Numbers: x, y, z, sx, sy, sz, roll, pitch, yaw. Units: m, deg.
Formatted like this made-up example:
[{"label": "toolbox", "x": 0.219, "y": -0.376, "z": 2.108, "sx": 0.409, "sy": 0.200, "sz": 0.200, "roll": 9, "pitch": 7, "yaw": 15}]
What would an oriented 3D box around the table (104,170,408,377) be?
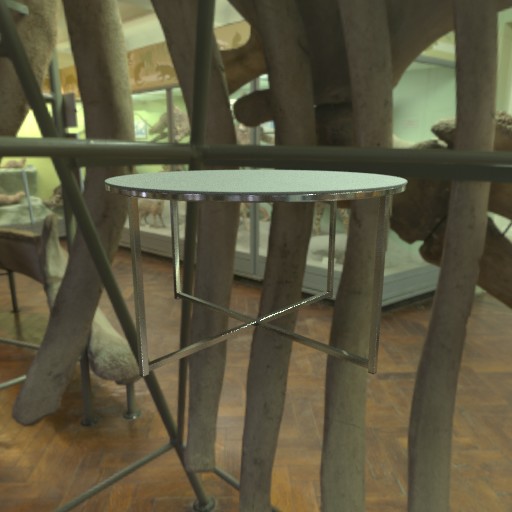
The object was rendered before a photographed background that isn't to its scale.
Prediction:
[{"label": "table", "x": 0.000, "y": 0.000, "z": 1.286, "sx": 0.800, "sy": 0.450, "sz": 0.800, "roll": 0, "pitch": 14, "yaw": 0}]
